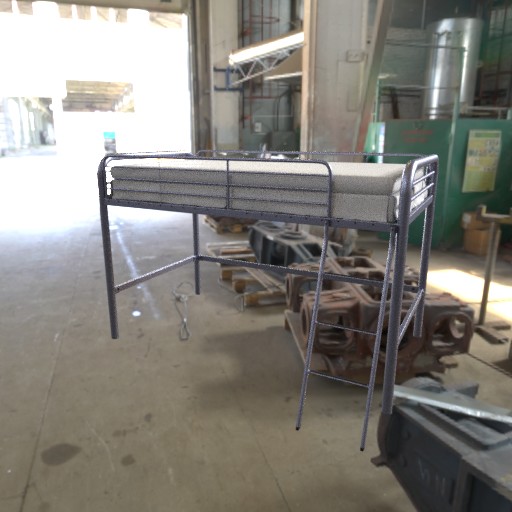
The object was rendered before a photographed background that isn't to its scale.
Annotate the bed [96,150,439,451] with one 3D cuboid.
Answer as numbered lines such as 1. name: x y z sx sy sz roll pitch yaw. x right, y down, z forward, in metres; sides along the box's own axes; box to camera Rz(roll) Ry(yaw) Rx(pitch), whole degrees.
1. bed: 0.000 0.000 2.881 1.965 1.288 1.415 8 17 27
